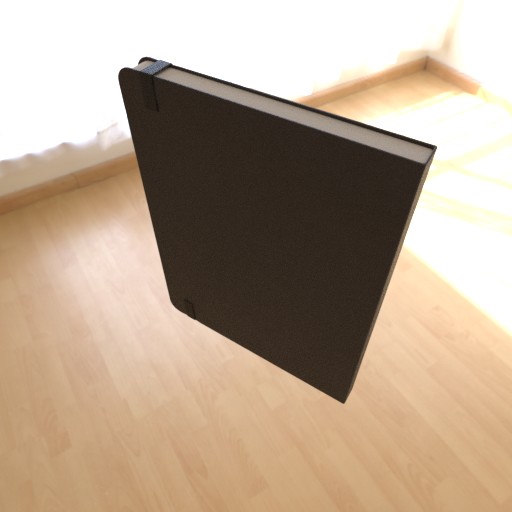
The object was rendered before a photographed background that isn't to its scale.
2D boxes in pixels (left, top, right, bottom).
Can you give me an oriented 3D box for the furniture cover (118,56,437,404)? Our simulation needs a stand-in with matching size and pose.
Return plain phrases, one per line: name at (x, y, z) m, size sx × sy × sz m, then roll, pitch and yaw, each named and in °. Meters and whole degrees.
furniture cover at (0.000, 0.000, 0.371) m, size 0.216 × 0.281 × 0.023 m, roll 25°, pitch 52°, yaw 21°
